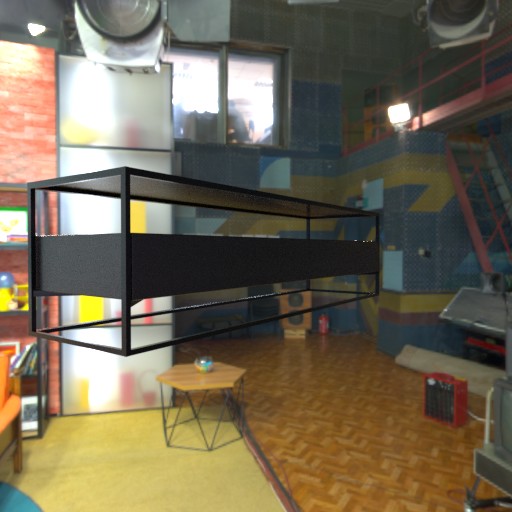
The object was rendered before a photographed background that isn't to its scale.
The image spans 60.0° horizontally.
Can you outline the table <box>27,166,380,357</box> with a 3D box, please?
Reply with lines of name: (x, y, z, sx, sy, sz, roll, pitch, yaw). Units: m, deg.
table: (0.000, 0.000, 1.638, 0.399, 0.395, 1.486, 1, 1, 35)
